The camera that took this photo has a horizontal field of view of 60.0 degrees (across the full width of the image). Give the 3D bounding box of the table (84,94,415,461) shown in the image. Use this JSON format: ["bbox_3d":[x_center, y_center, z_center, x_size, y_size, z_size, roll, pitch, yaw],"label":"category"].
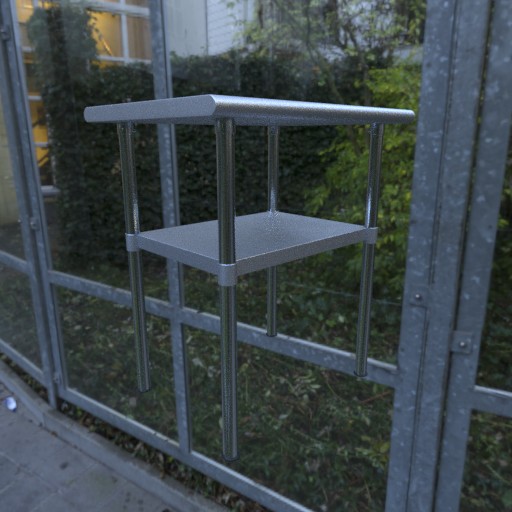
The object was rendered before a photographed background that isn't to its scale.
[{"bbox_3d":[0.000,0.000,1.388,0.762,0.876,0.584,-14,21,-42],"label":"table"}]
